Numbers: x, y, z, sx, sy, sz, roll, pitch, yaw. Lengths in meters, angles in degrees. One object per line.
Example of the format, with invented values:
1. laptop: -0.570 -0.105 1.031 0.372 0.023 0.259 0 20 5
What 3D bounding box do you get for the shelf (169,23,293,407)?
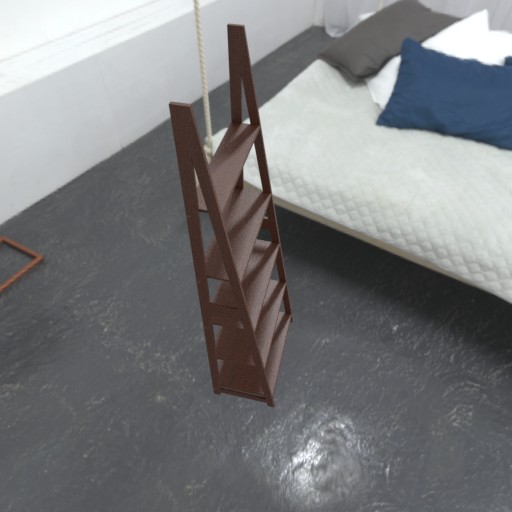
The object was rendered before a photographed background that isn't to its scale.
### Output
1. shelf: 0.000 0.000 2.032 0.350 1.770 0.600 10 48 9
